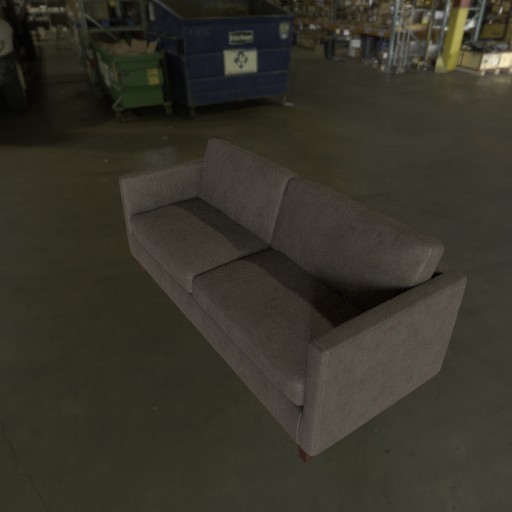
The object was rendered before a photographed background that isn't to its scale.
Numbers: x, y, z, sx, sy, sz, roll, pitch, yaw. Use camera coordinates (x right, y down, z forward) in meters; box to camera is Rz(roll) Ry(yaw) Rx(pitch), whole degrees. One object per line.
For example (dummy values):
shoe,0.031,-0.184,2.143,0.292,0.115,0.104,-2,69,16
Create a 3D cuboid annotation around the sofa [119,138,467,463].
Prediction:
sofa,0.000,0.000,2.760,0.951,0.965,2.208,-20,36,-29
